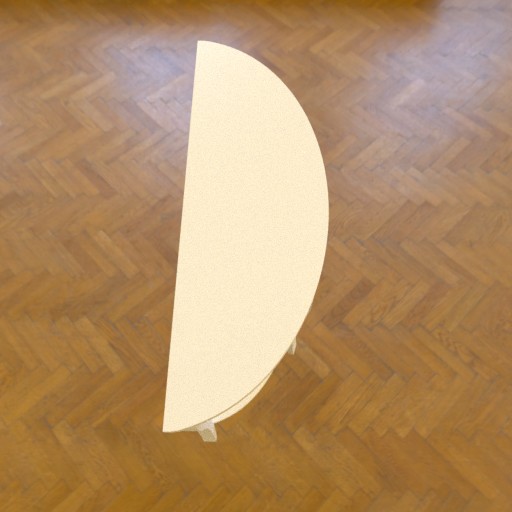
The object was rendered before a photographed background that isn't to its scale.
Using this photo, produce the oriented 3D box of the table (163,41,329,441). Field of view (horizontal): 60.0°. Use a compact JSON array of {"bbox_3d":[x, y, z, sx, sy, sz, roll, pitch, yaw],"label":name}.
[{"bbox_3d":[0.000,0.000,1.561,0.394,0.780,1.219,0,64,0],"label":"table"}]
